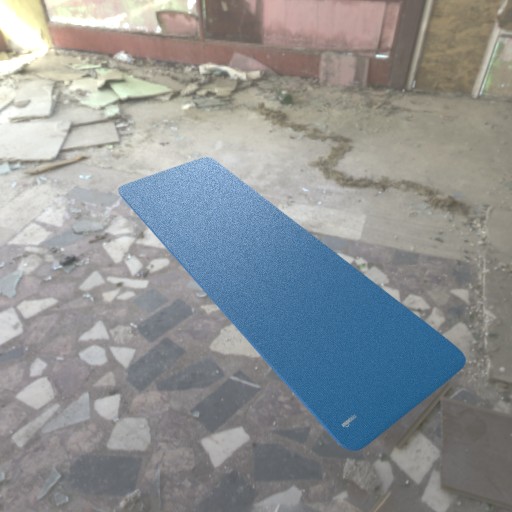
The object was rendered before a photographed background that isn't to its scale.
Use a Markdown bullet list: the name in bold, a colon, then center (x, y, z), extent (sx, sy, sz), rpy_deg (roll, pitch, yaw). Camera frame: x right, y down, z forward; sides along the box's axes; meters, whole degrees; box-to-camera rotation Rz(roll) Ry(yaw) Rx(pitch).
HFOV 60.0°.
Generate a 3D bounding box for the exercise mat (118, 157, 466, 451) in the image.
- **exercise mat**: center (0.000, 0.000, 2.065), extent (0.616, 0.021, 1.869), rpy_deg (-26, 48, -26)
